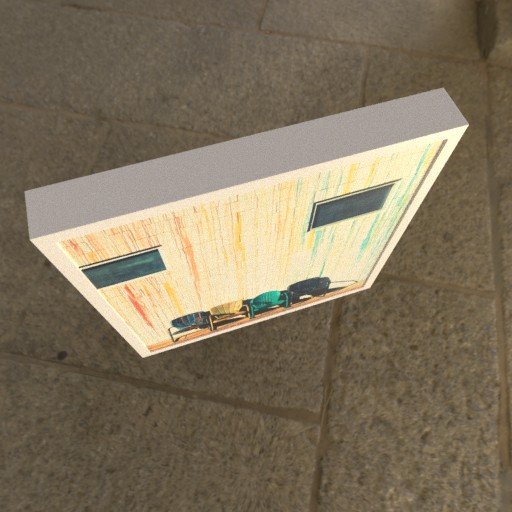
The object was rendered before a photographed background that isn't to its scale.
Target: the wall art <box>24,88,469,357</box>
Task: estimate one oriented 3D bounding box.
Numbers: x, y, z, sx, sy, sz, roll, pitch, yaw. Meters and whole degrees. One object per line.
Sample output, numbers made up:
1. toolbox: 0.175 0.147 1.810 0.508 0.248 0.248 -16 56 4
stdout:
1. wall art: 0.000 0.000 0.437 0.305 0.305 0.038 -16 65 -8
